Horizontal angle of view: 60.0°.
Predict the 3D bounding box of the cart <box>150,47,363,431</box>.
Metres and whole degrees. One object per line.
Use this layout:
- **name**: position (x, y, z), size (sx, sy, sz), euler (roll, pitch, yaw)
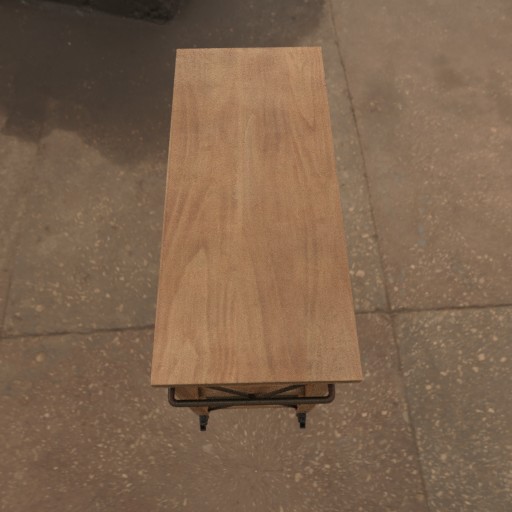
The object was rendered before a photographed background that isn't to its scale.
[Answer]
- **cart**: position (0.000, 0.000, 0.983), size (0.298, 0.554, 0.686), euler (-1, 64, -1)
